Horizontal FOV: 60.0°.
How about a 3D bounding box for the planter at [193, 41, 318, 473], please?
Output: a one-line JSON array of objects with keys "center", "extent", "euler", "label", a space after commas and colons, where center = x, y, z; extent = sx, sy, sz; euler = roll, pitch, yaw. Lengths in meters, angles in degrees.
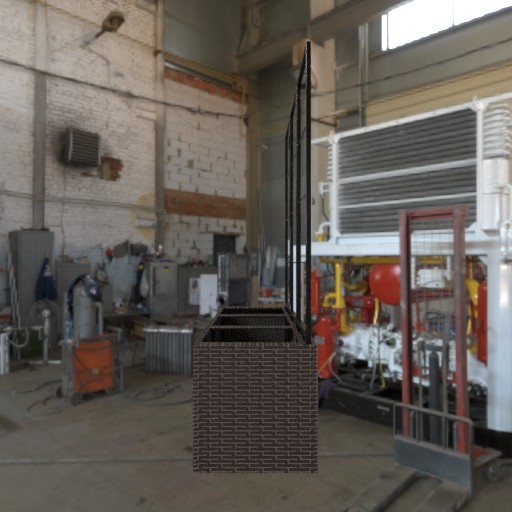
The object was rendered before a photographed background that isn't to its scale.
[{"center": [0.000, 0.000, 1.202], "extent": [0.244, 0.841, 0.699], "euler": [0, 0, 0], "label": "planter"}]
